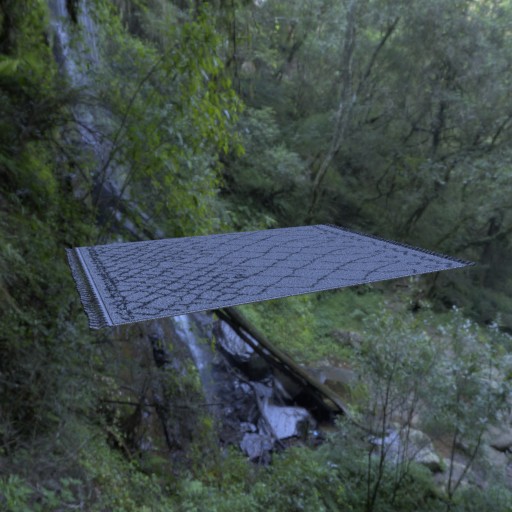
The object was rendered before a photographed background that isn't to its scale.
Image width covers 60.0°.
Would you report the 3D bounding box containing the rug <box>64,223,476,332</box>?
[{"bbox_3d":[0.000,0.000,3.005,2.312,0.017,1.613,-7,16,-25],"label":"rug"}]
